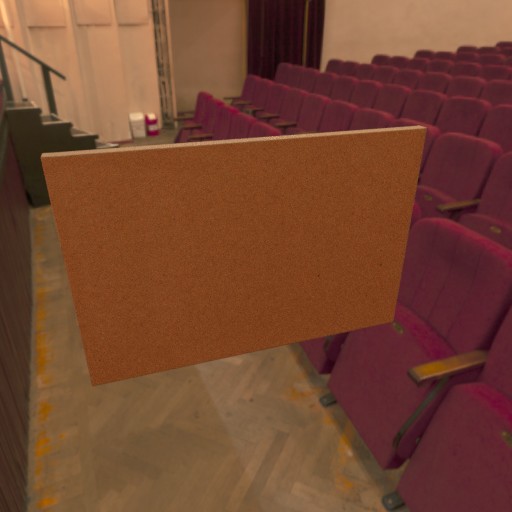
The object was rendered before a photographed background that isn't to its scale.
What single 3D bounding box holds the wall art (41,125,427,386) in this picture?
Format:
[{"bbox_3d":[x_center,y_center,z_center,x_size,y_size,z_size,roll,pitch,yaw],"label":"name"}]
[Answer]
[{"bbox_3d":[0.000,0.000,0.783,0.615,0.410,0.021,-9,29,-16],"label":"wall art"}]
